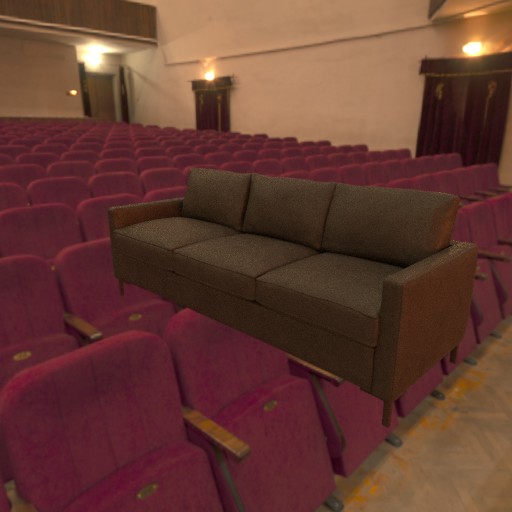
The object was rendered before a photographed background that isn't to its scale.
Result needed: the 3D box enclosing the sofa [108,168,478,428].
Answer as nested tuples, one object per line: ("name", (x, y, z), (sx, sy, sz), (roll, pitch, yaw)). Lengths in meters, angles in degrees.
("sofa", (0.000, 0.000, 2.394), (2.029, 0.805, 0.748), (15, 22, 42))
